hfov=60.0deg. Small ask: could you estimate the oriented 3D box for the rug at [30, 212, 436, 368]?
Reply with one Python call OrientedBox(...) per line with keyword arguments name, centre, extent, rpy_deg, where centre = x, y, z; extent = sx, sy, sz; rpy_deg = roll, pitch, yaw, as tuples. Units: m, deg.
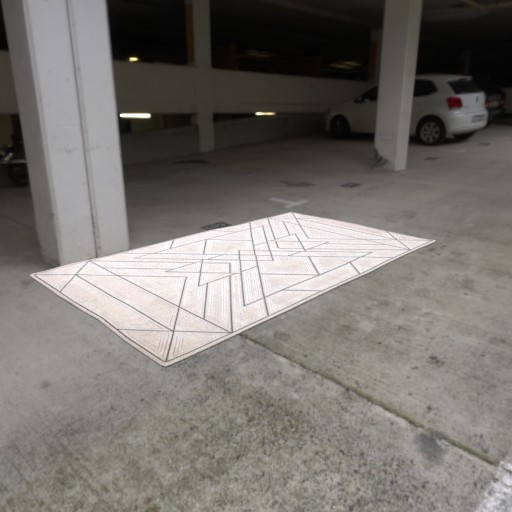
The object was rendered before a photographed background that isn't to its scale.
OrientedBox(name="rug", centre=(0.000, 0.000, 1.071), extent=(0.511, 0.008, 0.869), rpy_deg=(17, 25, 42))
